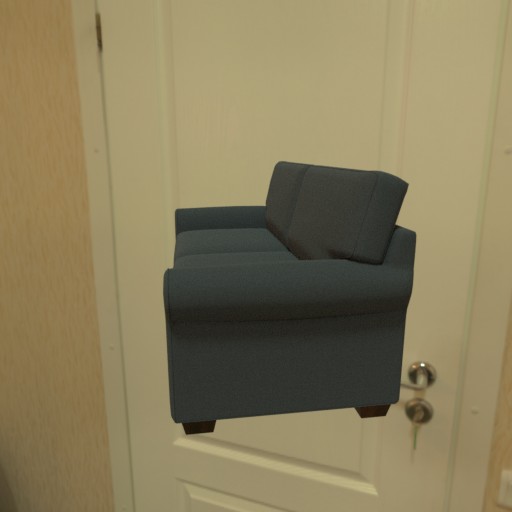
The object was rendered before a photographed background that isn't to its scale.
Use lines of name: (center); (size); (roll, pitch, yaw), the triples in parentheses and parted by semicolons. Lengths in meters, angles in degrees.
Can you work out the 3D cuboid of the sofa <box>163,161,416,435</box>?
sofa: (0.000, 0.000, 2.522); (0.940, 1.020, 1.930); (-2, 14, -9)
